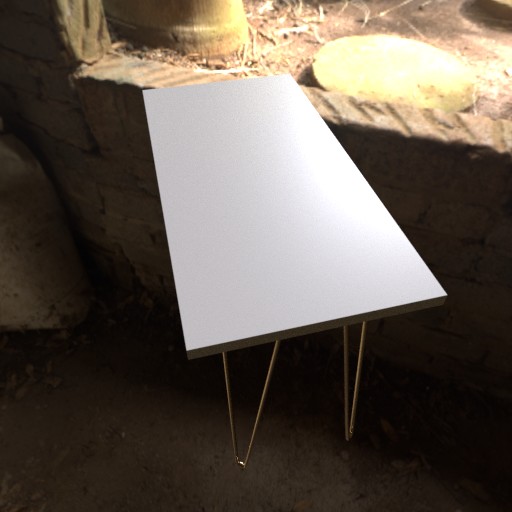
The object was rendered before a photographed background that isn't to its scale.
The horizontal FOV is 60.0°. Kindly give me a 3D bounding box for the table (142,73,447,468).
[{"bbox_3d":[0.000,0.000,1.369,0.498,0.660,0.991,-10,47,-10],"label":"table"}]
